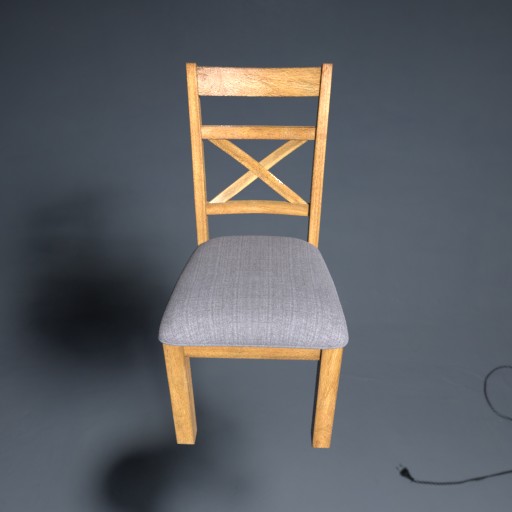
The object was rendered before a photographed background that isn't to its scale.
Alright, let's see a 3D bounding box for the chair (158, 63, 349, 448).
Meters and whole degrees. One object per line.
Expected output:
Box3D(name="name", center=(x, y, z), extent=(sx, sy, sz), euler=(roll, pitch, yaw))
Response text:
Box3D(name="chair", center=(0.000, 0.000, 1.263), extent=(0.470, 0.949, 0.581), euler=(1, 31, 2))
